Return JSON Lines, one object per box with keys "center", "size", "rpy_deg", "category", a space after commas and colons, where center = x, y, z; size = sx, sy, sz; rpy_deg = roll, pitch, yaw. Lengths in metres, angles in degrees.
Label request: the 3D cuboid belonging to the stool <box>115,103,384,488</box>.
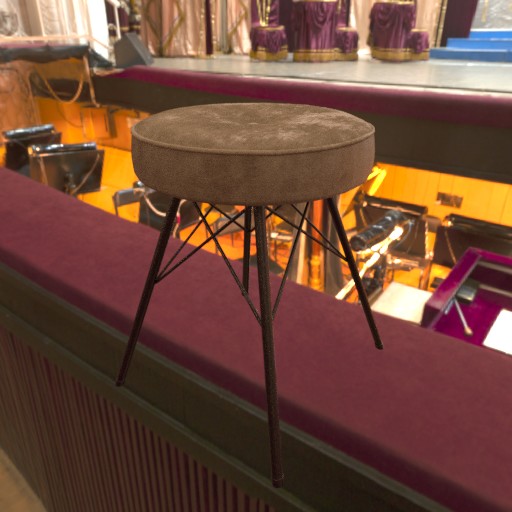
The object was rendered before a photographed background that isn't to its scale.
{"center": [0.000, 0.000, 0.871], "size": [0.423, 0.538, 0.457], "rpy_deg": [18, 32, 32], "category": "stool"}
